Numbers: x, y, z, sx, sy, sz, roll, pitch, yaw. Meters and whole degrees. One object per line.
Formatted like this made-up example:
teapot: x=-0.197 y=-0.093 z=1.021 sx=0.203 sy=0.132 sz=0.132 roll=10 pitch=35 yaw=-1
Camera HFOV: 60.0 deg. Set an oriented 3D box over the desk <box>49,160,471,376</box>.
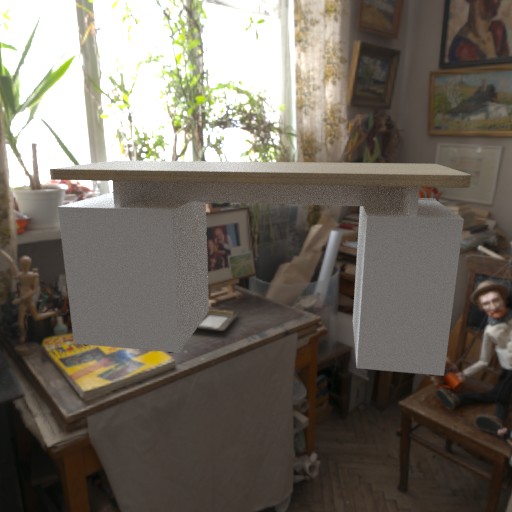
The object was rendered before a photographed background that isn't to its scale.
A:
desk: x=0.000 y=0.000 z=1.895 sx=1.500 sy=0.755 sz=0.550 roll=3 pitch=16 yaw=10
